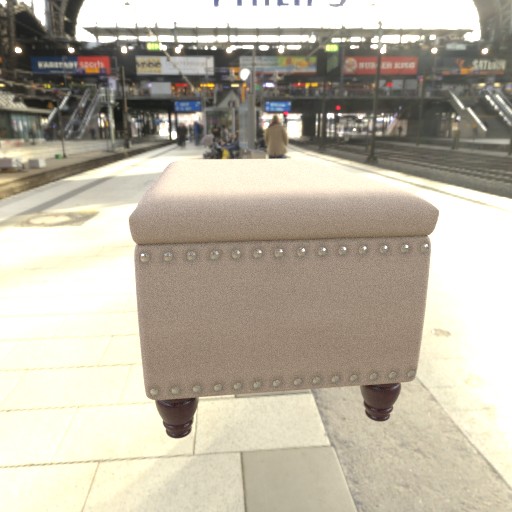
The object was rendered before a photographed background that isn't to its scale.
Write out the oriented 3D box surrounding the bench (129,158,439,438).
[{"bbox_3d":[0.000,0.000,1.167,0.500,0.449,0.887,-2,16,-7],"label":"bench"}]
